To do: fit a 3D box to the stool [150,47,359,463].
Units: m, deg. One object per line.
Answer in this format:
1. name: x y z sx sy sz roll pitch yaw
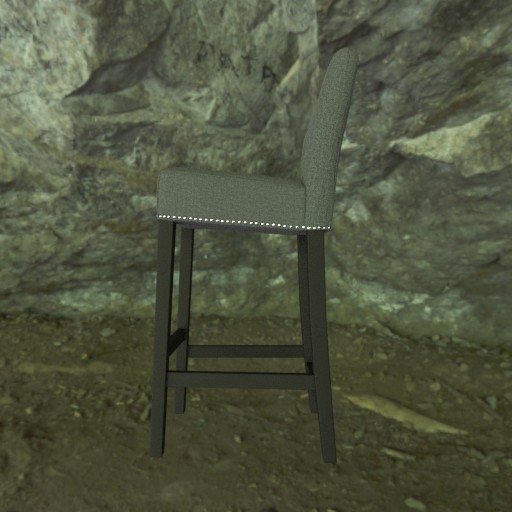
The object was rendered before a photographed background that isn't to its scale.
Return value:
1. stool: 0.000 0.000 1.306 0.548 1.047 0.411 0 1 1
